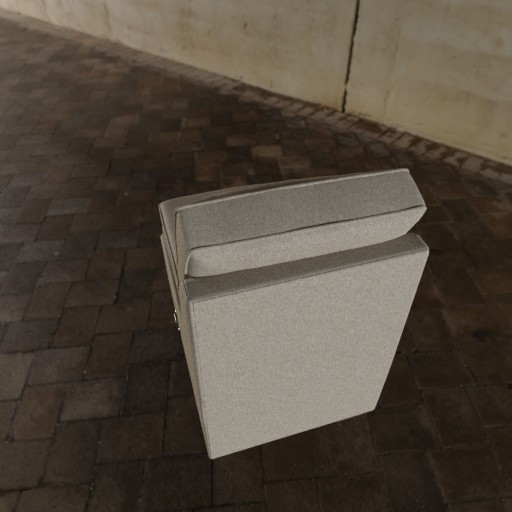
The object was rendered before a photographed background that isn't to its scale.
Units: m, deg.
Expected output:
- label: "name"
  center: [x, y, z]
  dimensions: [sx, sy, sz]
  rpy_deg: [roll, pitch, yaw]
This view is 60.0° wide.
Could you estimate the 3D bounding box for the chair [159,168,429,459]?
- label: "chair"
  center: [0.000, 0.000, 1.695]
  dimensions: [0.674, 1.058, 1.020]
  rpy_deg: [-11, 42, -13]
